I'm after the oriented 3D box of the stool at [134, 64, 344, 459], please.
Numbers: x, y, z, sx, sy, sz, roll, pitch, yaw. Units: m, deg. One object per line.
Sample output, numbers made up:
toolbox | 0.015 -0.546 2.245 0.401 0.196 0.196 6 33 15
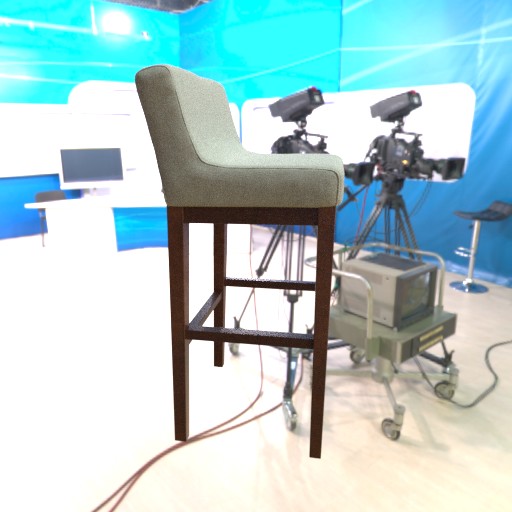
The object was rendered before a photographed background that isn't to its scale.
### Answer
stool | 0.000 0.000 1.347 0.500 1.037 0.511 3 16 10
